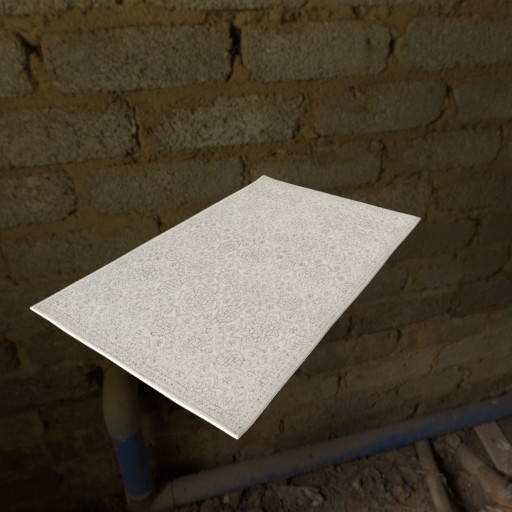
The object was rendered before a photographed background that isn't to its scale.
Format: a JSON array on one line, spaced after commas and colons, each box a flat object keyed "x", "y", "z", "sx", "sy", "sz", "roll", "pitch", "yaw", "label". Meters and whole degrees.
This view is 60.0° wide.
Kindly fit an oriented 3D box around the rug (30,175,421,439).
[{"x": 0.000, "y": 0.000, "z": 2.432, "sx": 1.214, "sy": 0.023, "sz": 1.947, "roll": 20, "pitch": 38, "yaw": 29, "label": "rug"}]
